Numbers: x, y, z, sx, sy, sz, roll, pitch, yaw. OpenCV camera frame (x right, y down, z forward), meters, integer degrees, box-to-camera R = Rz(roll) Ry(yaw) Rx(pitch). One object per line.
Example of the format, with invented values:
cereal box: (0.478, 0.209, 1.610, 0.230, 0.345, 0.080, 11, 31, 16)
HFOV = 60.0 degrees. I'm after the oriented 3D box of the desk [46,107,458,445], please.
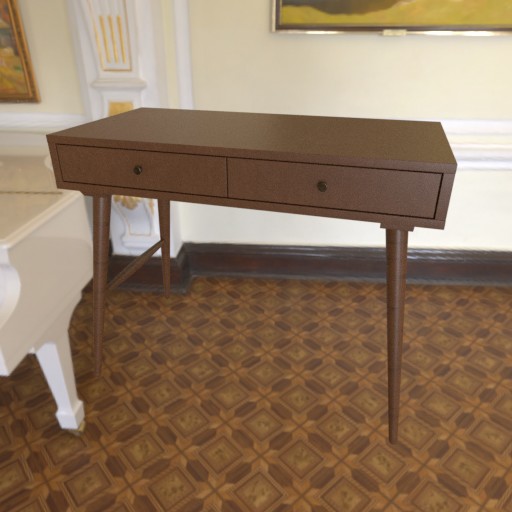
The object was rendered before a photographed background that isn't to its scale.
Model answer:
desk: (0.000, 0.000, 1.344, 0.949, 0.758, 0.510, 8, 28, 15)
